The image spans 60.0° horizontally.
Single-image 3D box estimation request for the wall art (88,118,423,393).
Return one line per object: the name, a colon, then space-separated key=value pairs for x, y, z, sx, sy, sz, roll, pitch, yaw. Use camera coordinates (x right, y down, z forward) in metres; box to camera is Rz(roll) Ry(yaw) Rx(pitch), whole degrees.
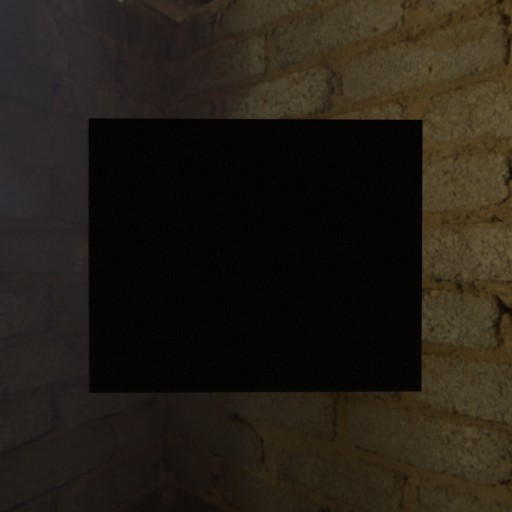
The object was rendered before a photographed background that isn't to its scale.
wall art: x=0.000 y=0.000 z=0.755 sx=0.559 sy=0.458 sz=0.029 roll=0 pitch=1 yaw=-1
